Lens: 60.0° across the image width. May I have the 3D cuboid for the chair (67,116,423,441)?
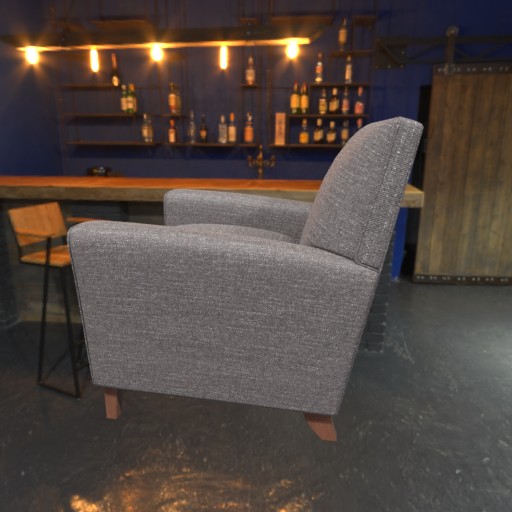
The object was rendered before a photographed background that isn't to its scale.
[{"bbox_3d":[0.000,0.000,1.521,0.875,0.885,0.838,2,16,9],"label":"chair"}]
